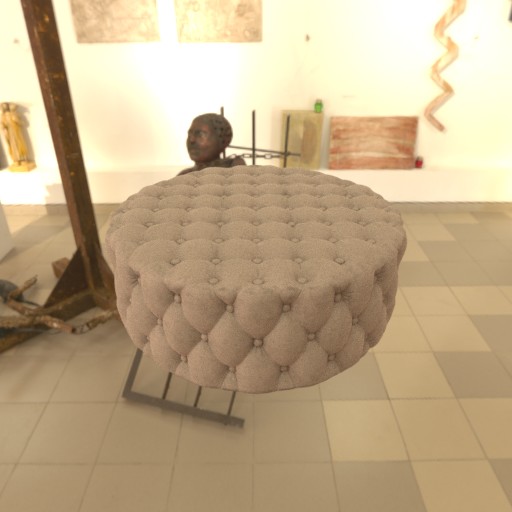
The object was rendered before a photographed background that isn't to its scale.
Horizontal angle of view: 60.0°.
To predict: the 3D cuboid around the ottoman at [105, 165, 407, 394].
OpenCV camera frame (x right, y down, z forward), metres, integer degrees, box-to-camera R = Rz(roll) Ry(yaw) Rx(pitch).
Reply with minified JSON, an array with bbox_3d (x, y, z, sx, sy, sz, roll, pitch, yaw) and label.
[{"bbox_3d":[0.000,0.000,1.586,0.998,0.399,0.998,0,30,0],"label":"ottoman"}]
